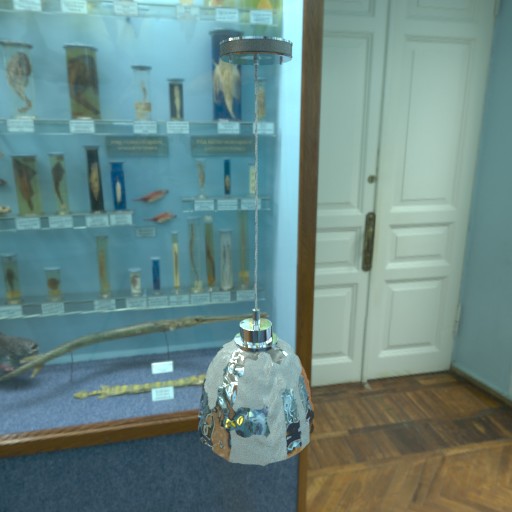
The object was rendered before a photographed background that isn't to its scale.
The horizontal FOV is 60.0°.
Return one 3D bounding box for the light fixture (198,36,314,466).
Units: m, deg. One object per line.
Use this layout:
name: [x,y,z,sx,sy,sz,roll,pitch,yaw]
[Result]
light fixture: [0.000,0.000,1.720,0.496,1.511,0.500,-3,15,-10]
